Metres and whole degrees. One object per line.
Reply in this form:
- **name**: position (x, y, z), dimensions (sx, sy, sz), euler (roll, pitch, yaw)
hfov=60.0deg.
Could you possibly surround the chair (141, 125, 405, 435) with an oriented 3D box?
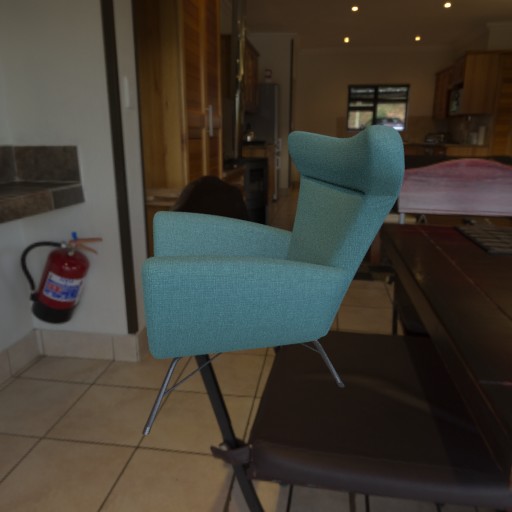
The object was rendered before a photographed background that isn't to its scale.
- **chair**: position (0.000, 0.000, 1.769), dimensions (0.900, 0.980, 1.050), euler (-3, 15, -10)
